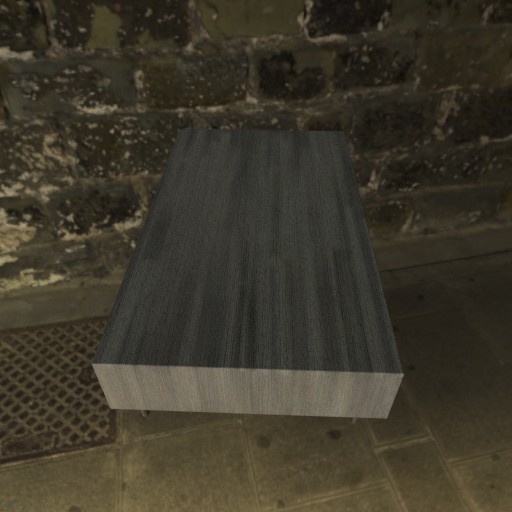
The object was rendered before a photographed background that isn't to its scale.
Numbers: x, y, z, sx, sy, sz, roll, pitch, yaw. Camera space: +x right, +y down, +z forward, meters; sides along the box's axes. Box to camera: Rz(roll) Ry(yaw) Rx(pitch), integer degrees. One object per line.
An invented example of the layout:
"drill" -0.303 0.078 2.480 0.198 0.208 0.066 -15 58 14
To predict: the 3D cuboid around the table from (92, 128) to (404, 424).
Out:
"table" 0.000 0.000 1.426 0.643 0.347 1.088 1 42 2
